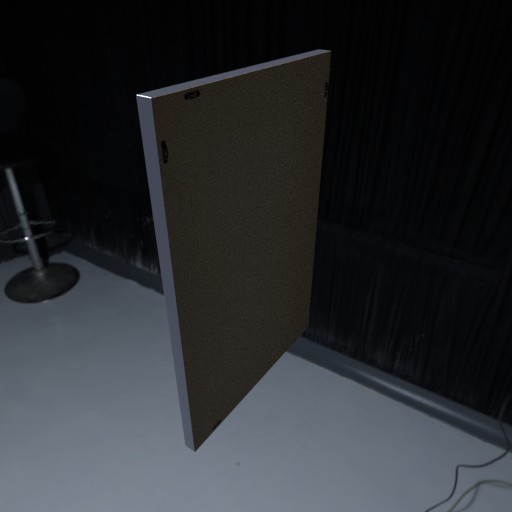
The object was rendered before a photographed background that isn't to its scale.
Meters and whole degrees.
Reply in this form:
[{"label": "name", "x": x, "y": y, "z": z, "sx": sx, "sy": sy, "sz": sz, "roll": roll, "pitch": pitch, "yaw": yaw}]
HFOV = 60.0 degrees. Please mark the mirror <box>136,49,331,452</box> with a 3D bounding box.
[{"label": "mirror", "x": 0.000, "y": 0.000, "z": 1.155, "sx": 0.040, "sy": 0.915, "sz": 0.609, "roll": 21, "pitch": 38, "yaw": 29}]
